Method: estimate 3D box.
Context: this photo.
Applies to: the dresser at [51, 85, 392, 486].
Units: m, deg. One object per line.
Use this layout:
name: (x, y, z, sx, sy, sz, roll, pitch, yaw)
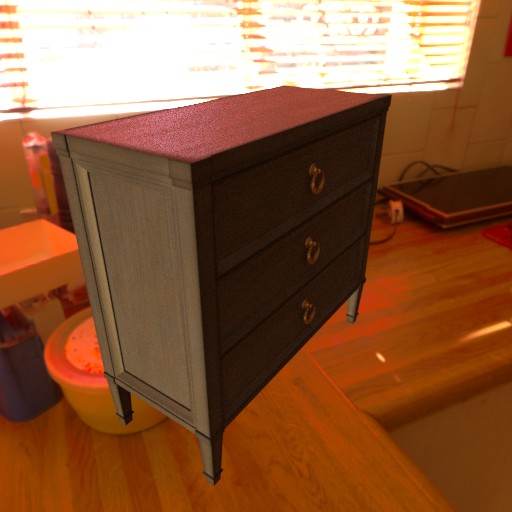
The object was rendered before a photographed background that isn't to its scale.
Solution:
dresser: (0.000, 0.000, 1.552, 0.463, 0.986, 1.049, 19, 33, 31)
